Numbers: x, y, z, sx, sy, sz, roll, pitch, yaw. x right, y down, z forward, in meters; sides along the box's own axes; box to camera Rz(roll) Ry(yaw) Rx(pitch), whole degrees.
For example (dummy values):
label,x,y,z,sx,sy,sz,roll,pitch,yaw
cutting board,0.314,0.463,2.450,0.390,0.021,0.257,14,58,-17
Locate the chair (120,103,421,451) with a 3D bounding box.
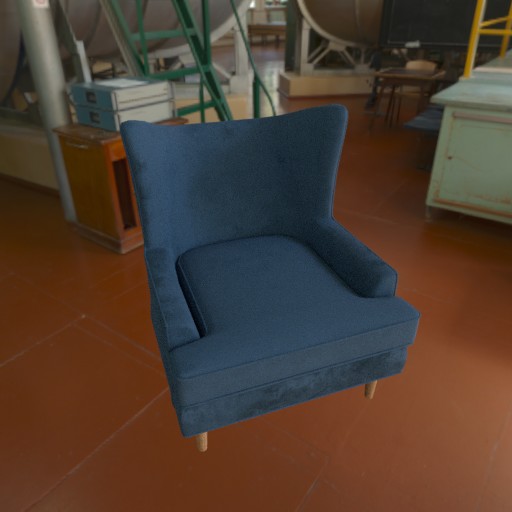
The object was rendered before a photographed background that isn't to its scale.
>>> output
label,x,y,z,sx,sy,sz,roll,pitch,yaw
chair,0.000,0.000,1.596,0.793,0.952,0.910,-11,32,-17
